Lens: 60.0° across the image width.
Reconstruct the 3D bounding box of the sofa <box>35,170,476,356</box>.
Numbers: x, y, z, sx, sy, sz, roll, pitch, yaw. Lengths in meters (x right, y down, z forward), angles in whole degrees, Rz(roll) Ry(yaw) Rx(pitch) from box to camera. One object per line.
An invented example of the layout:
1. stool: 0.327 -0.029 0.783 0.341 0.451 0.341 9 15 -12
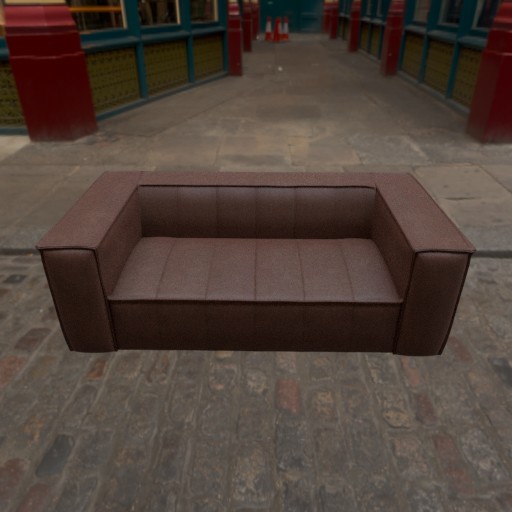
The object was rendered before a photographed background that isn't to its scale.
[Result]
1. sofa: 0.000 0.000 2.659 2.088 0.703 1.102 0 31 1
